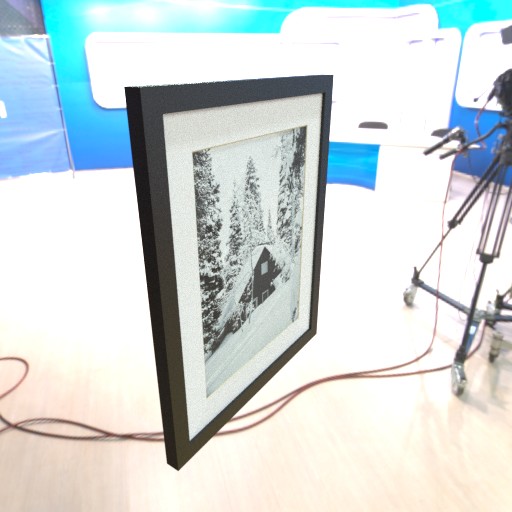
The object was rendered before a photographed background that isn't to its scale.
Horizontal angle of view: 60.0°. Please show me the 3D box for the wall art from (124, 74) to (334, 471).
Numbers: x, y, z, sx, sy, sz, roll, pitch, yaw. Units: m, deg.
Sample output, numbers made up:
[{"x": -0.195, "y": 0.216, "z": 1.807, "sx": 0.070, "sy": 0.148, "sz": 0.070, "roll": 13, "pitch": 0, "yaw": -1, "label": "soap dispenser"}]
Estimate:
[{"x": 0.000, "y": 0.000, "z": 0.534, "sx": 0.018, "sy": 0.397, "sz": 0.325, "roll": 16, "pitch": 29, "yaw": 31, "label": "wall art"}]
